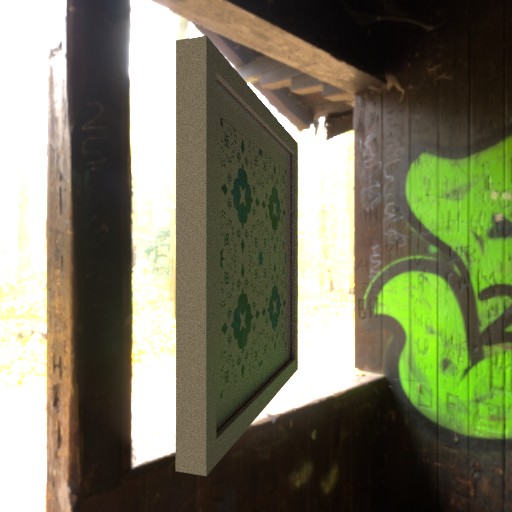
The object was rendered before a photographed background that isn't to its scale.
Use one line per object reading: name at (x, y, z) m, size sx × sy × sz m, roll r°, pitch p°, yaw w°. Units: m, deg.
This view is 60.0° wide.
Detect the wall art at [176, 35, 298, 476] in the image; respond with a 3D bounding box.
wall art at (0.000, 0.000, 0.530) m, size 0.027 × 0.355 × 0.355 m, roll 0°, pitch 0°, yaw 17°
